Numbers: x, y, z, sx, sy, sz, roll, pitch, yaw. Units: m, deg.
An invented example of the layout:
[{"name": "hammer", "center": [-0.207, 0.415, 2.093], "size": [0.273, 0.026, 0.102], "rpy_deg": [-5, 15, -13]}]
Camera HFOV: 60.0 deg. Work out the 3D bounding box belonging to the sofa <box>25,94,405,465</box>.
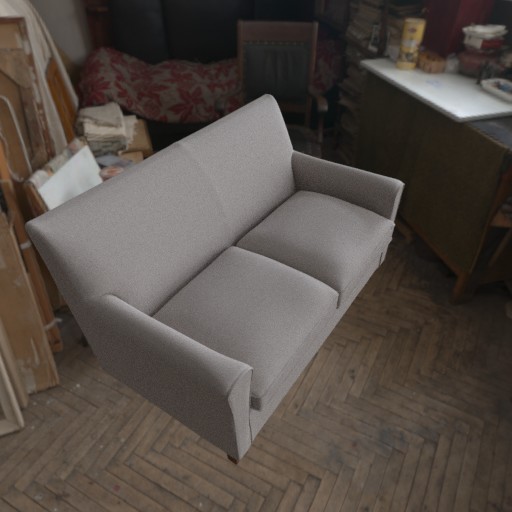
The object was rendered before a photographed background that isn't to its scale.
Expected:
[{"name": "sofa", "center": [0.000, 0.000, 2.040], "size": [0.888, 0.890, 1.482], "rpy_deg": [24, 45, 26]}]
